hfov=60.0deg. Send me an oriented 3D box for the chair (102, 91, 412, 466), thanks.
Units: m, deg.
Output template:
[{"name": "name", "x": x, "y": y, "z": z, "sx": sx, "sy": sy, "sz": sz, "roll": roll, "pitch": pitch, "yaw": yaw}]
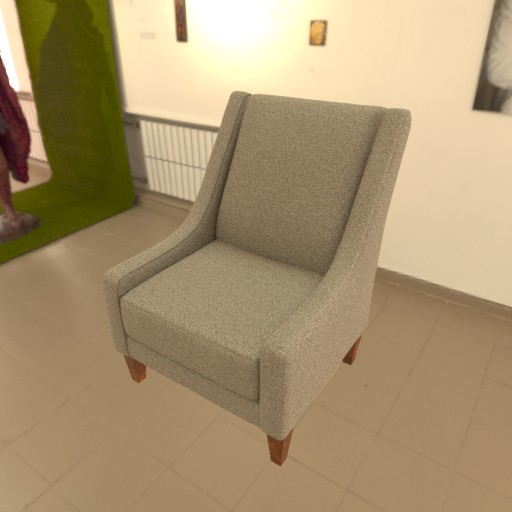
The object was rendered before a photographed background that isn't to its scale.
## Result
[{"name": "chair", "x": 0.000, "y": 0.000, "z": 1.649, "sx": 0.774, "sy": 1.016, "sz": 0.870, "roll": 18, "pitch": 34, "yaw": 29}]
